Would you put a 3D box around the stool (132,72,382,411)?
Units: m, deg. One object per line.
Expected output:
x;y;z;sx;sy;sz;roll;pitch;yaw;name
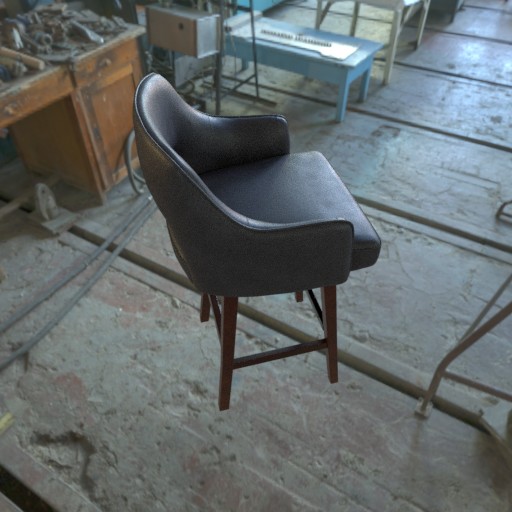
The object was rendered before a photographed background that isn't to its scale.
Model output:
0.000;0.000;1.358;0.560;1.041;0.550;-11;46;-10;stool
